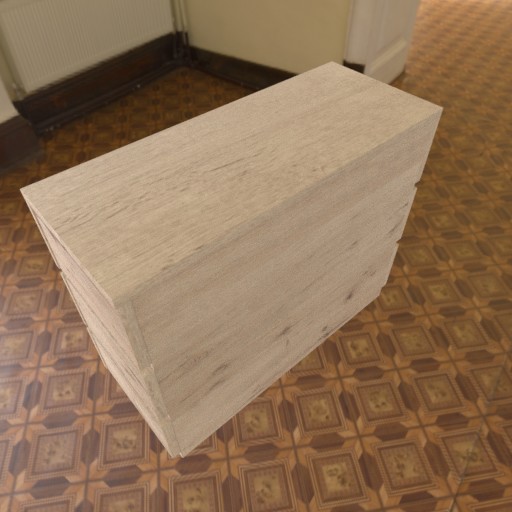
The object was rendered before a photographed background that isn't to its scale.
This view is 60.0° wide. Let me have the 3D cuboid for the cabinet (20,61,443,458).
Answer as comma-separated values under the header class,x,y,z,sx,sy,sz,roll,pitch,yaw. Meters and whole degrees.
class,x,y,z,sx,sy,sz,roll,pitch,yaw
cabinet,0.000,0.000,1.417,1.040,0.820,0.420,-32,54,-27
